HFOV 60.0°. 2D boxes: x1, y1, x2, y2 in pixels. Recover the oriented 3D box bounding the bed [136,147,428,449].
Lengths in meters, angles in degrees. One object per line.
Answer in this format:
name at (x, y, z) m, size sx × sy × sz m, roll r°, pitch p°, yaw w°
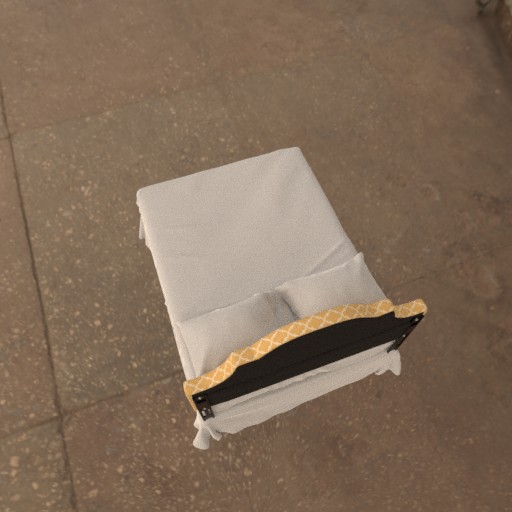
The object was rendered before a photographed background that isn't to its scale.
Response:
bed at (0.000, 0.000, 3.484) m, size 1.780 × 1.633 × 2.222 m, roll -17°, pitch 61°, yaw -10°
